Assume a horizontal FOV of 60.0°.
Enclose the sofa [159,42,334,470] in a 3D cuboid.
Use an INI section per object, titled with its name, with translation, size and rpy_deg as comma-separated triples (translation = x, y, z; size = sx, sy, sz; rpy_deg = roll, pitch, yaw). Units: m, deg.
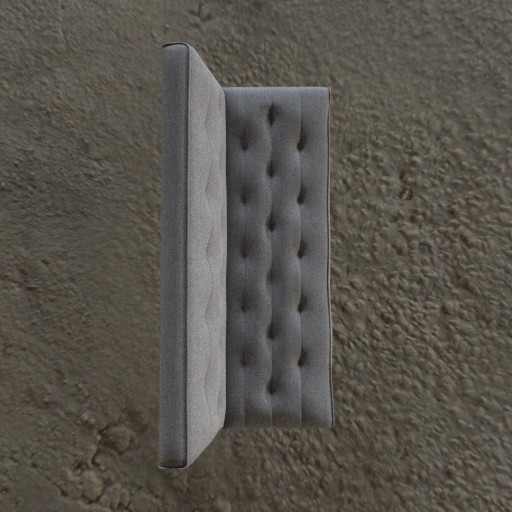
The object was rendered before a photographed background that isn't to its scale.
[sofa]
translation = 0.000, 0.000, 2.260
size = 0.810, 0.830, 1.820
rpy_deg = 0, 88, 1
